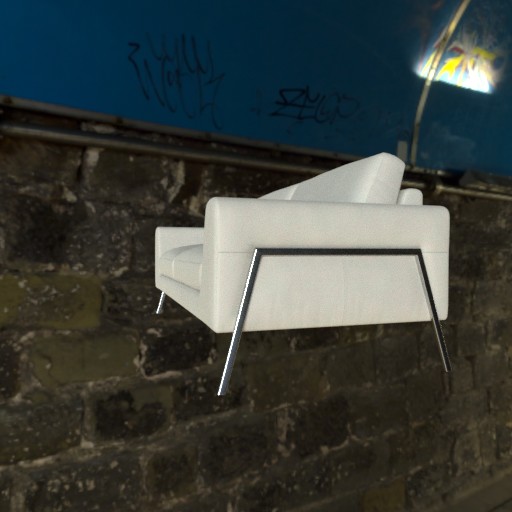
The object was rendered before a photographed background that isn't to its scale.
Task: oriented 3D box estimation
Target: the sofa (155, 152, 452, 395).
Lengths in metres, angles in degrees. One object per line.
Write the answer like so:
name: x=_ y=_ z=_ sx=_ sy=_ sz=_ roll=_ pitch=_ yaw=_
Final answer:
sofa: x=0.000 y=0.000 z=2.517 sx=0.953 sy=0.875 sz=2.017 roll=0 pitch=0 yaw=-18
